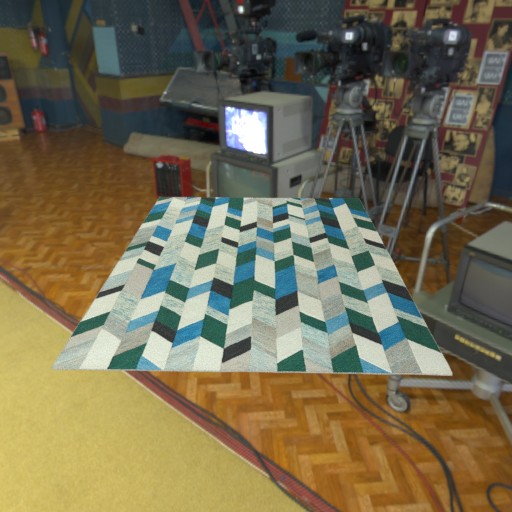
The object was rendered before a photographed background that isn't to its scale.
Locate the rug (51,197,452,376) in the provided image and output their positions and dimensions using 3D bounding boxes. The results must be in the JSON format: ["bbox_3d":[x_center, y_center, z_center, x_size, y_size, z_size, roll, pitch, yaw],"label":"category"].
[{"bbox_3d":[0.000,0.000,4.021,2.440,0.008,3.036,1,28,1],"label":"rug"}]
